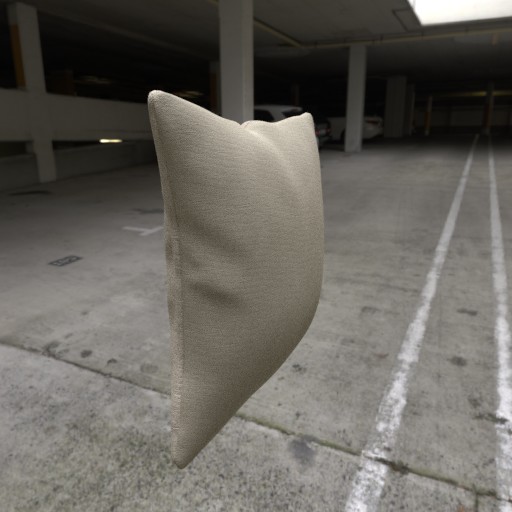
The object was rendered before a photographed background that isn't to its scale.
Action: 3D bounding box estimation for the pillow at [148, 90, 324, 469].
[{"bbox_3d":[0.000,0.000,0.648,0.162,0.420,0.437,7,17,25],"label":"pillow"}]
